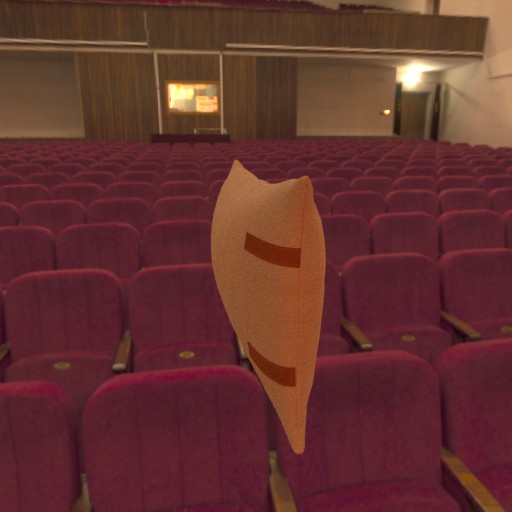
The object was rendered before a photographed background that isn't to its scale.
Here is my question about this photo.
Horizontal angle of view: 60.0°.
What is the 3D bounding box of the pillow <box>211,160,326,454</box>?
[{"bbox_3d":[0.000,0.000,0.748,0.148,0.308,0.612,-2,14,-9],"label":"pillow"}]
